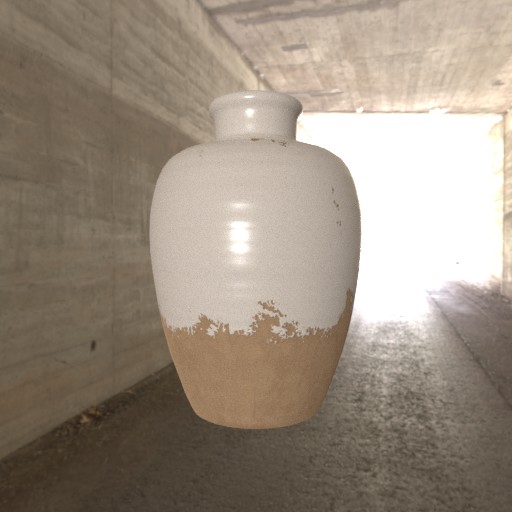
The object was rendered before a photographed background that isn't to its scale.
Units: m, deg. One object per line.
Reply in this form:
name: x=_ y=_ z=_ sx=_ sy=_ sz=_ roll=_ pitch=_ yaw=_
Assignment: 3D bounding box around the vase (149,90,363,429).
vase: x=0.000 y=0.000 z=0.338 sx=0.158 sy=0.228 sz=0.158 roll=0 pitch=1 yaw=0
